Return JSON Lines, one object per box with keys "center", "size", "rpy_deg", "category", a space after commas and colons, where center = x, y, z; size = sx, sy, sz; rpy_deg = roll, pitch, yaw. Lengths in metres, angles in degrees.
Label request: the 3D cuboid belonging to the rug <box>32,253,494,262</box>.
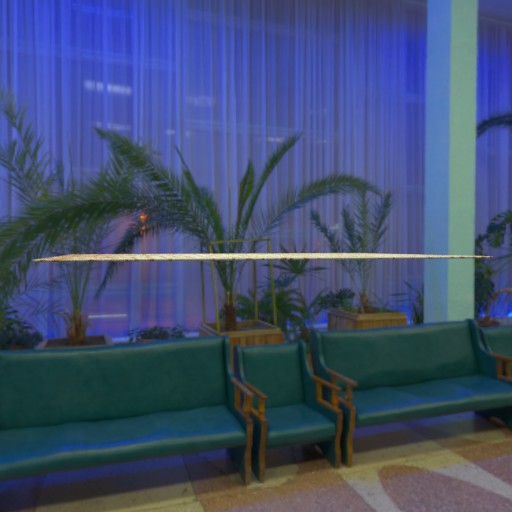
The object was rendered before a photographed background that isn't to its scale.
{"center": [0.000, 0.000, 2.951], "size": [2.435, 0.011, 1.517], "rpy_deg": [0, 1, -17], "category": "rug"}
